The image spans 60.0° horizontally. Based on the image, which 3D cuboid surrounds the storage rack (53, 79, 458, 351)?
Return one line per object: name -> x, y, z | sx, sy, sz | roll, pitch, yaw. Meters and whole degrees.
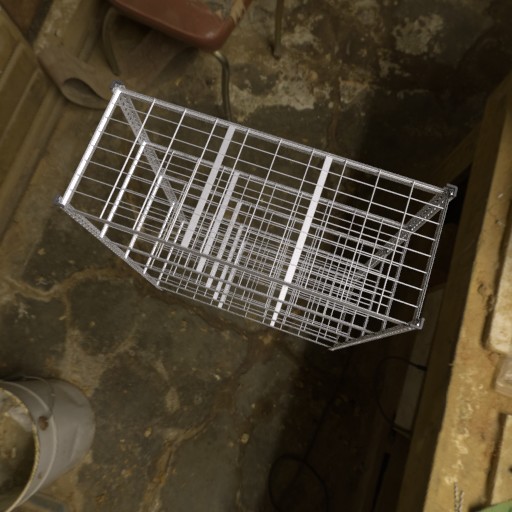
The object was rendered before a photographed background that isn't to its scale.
storage rack -> 0.000, 0.000, 2.746 | 1.524, 1.981, 0.610 | 19, 76, 5
